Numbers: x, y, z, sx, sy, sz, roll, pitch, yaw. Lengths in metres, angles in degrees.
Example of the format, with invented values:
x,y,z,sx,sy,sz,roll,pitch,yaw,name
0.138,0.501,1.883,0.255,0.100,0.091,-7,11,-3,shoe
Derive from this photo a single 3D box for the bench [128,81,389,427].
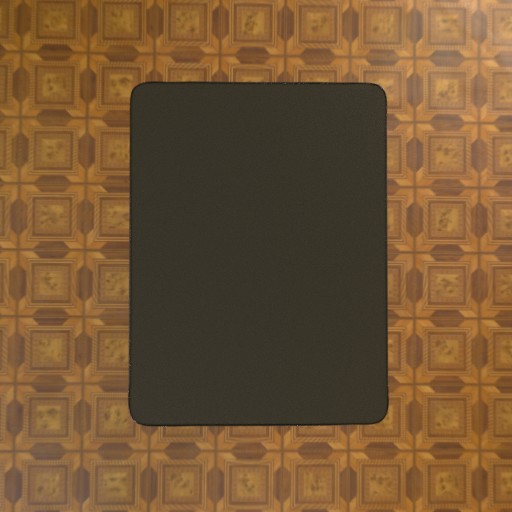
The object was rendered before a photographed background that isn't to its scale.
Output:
x,y,z,sx,sy,sz,roll,pitch,yaw,name
0.000,0.000,0.793,0.321,0.500,0.424,0,89,-1,bench
